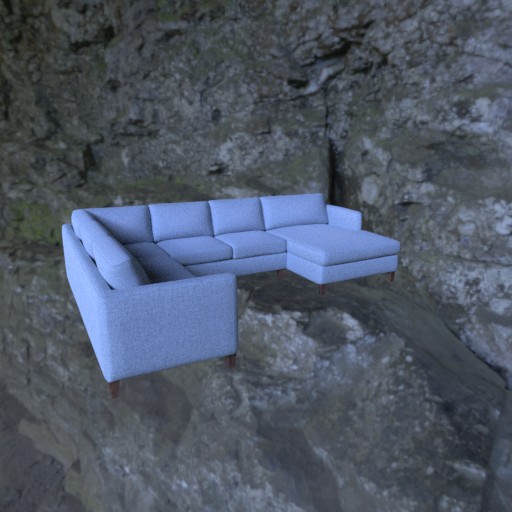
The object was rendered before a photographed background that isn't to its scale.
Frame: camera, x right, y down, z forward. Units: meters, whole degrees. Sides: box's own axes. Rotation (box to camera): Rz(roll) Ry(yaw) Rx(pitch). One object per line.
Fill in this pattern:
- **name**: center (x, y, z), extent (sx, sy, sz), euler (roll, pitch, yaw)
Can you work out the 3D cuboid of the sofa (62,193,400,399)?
- **sofa**: center (0.000, 0.000, 4.475), extent (3.403, 0.889, 2.551), euler (-8, 17, -27)
